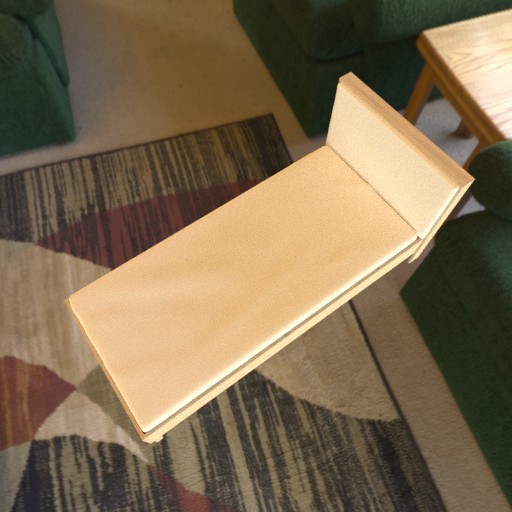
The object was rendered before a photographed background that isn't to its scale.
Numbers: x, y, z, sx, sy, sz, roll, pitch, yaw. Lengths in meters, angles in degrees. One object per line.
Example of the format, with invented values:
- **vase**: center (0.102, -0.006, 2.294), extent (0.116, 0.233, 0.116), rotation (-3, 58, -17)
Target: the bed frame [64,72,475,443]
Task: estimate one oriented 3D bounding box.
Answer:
- **bed frame**: center (0.000, 0.000, 2.653), extent (2.140, 0.920, 0.990), rotation (-33, 68, -15)
